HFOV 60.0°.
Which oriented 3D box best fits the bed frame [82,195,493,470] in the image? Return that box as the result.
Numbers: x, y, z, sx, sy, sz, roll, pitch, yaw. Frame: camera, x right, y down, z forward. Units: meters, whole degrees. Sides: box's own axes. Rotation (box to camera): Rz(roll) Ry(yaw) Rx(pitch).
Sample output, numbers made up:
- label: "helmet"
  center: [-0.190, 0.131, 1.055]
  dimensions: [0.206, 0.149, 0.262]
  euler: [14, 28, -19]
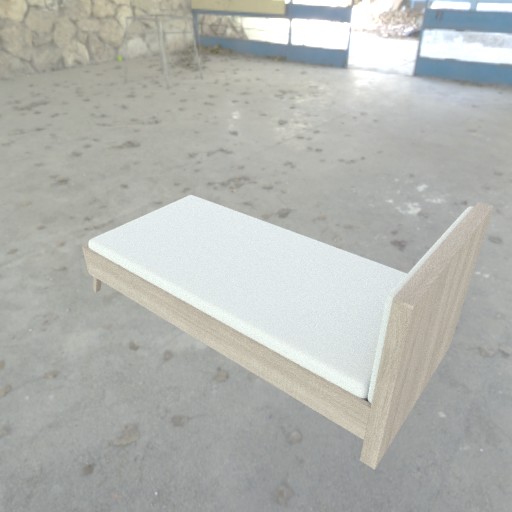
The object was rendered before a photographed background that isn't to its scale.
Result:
- label: "bed frame"
  center: [0.000, 0.000, 2.617]
  dimensions: [2.140, 0.920, 0.990]
  euler: [23, 39, 32]
